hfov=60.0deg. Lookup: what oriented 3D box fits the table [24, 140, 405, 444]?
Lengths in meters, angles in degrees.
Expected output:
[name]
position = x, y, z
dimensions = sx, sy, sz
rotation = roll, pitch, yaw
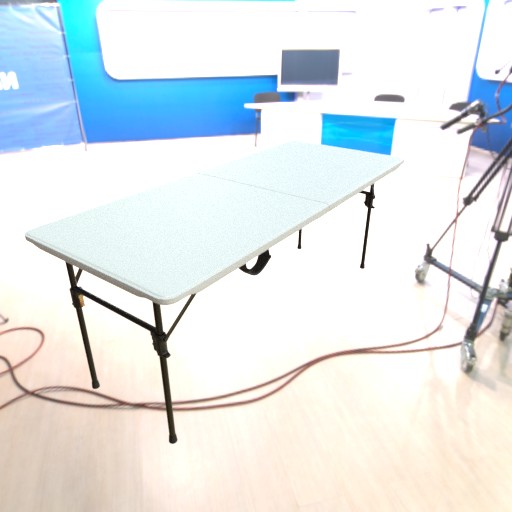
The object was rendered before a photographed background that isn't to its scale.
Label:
[table]
position = 0.000, 0.000, 2.202
dimensions = 0.761, 0.719, 1.829
rotation = 19, 33, 32
